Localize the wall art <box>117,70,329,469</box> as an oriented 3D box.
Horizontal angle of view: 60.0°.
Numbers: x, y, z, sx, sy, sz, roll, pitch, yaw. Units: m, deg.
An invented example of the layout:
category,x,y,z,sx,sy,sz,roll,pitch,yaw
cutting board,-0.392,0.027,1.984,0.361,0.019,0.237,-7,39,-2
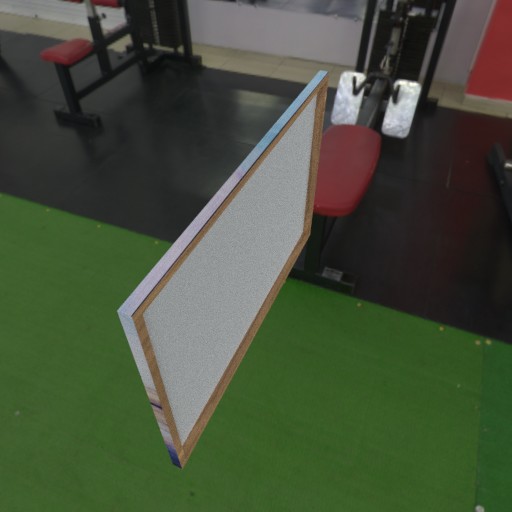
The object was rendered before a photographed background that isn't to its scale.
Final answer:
category,x,y,z,sx,sy,sz,roll,pitch,yaw
wall art,0.000,0.000,1.425,0.034,0.756,1.137,18,48,17
